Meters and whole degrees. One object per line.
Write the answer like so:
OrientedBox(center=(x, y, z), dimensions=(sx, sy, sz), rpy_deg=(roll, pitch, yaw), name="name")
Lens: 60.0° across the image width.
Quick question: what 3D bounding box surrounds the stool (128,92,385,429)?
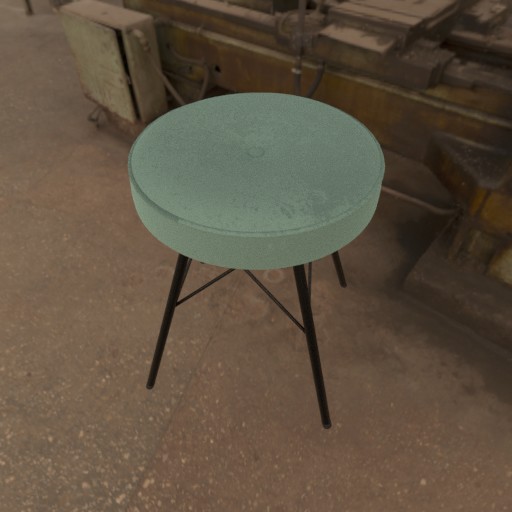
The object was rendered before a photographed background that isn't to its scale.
OrientedBox(center=(0.000, 0.000, 0.885), dimensions=(0.458, 0.519, 0.457), rpy_deg=(16, 48, 15), name="stool")
